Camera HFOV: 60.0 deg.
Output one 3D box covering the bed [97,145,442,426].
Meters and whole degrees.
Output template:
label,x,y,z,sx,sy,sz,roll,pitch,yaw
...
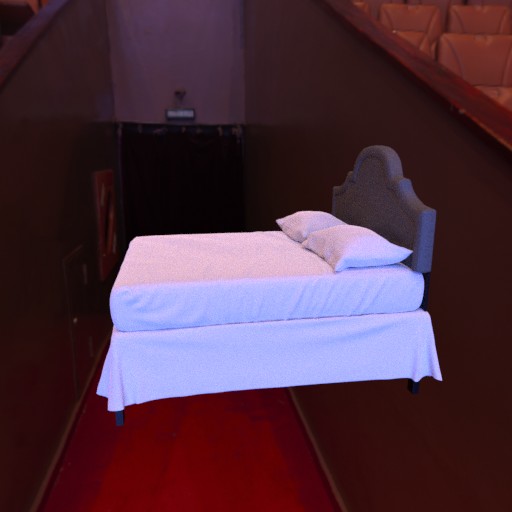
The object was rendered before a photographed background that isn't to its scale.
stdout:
label,x,y,z,sx,sy,sz,roll,pitch,yaw
bed,0.000,0.000,3.374,2.222,1.634,1.780,-3,14,-10
